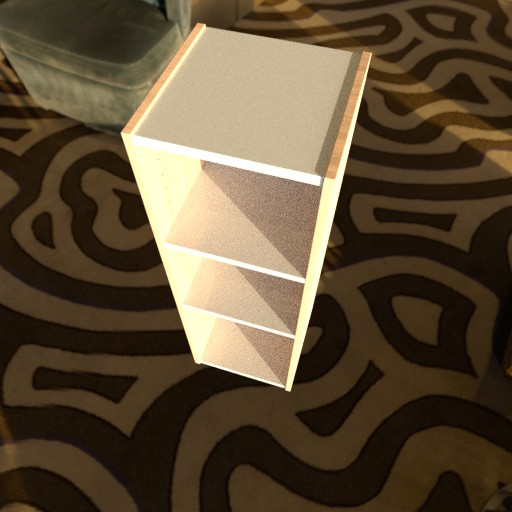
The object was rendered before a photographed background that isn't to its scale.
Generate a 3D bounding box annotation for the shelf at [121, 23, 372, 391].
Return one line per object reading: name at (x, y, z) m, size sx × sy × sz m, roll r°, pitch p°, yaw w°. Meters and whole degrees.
shelf at (0.000, 0.000, 1.035) m, size 0.300 × 0.900 × 0.290 m, roll 14°, pitch 58°, yaw 9°
